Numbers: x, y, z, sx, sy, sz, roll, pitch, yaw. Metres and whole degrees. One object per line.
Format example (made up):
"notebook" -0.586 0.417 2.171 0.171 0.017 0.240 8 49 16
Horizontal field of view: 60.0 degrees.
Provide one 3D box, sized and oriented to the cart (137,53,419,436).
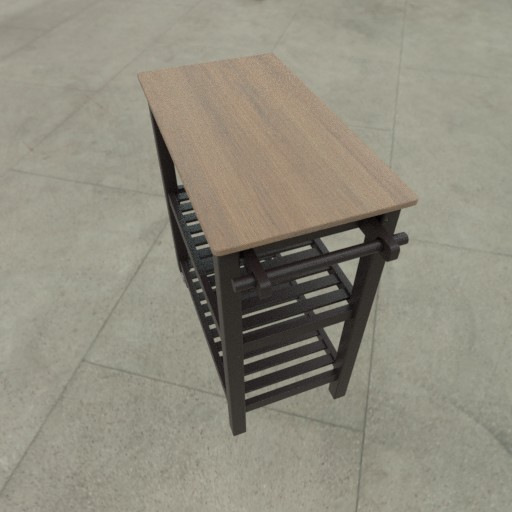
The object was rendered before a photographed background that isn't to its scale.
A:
"cart" 0.000 0.000 1.467 0.457 0.927 0.899 -15 47 -14
